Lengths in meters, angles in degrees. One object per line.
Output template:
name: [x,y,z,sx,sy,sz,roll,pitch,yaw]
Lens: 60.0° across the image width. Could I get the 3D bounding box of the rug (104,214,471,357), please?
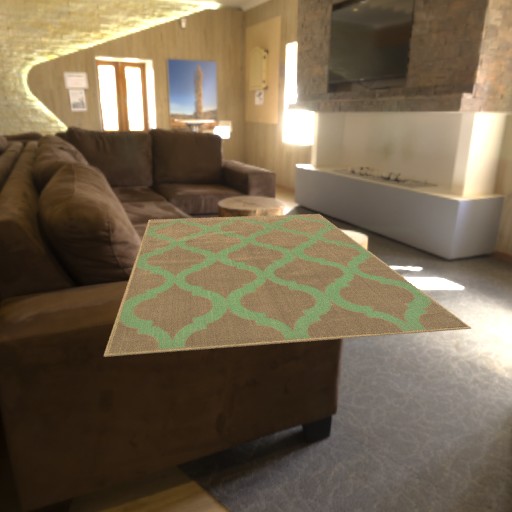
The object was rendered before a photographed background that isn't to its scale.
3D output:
rug: [0.000,0.000,2.872,1.524,0.006,2.286,-3,18,-8]
